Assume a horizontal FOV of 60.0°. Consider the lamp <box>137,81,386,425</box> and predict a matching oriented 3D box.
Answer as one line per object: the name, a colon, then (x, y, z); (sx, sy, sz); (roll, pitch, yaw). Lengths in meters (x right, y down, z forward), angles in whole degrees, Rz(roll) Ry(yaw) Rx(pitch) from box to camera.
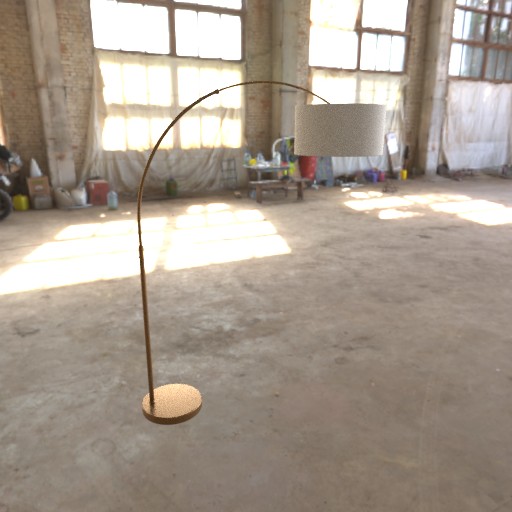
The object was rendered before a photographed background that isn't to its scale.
lamp: (0.000, 0.000, 2.610); (1.434, 1.927, 0.493); (-2, 16, -8)
